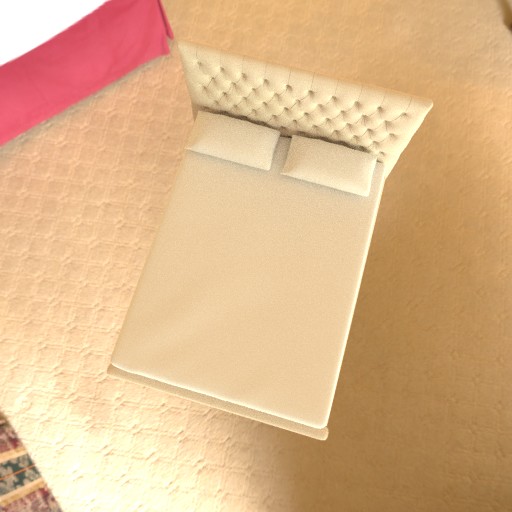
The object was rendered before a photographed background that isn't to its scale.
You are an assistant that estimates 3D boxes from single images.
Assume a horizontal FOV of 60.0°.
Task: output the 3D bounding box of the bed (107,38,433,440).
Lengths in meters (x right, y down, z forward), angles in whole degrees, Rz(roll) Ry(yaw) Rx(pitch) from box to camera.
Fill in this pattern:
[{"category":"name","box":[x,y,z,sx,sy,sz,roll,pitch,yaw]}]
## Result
[{"category":"bed","box":[0.000,0.000,3.234,1.696,1.426,2.233,16,76,4]}]
